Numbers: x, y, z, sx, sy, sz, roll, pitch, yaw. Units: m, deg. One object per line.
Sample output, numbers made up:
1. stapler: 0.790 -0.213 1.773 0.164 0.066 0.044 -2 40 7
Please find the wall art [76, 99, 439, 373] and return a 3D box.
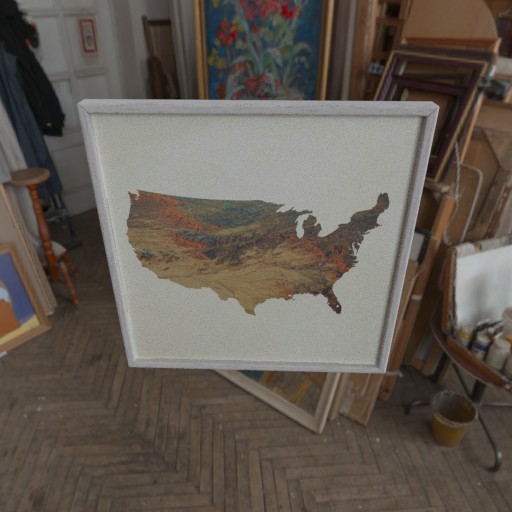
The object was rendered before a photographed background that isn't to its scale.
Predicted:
1. wall art: 0.000 0.000 1.927 1.287 1.288 0.078 1 31 2
